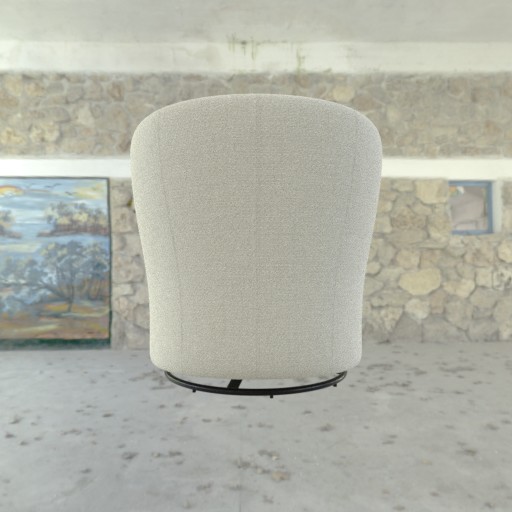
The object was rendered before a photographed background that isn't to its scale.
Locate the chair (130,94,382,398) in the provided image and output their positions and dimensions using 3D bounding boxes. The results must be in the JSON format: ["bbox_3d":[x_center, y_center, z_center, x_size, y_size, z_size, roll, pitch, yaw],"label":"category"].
[{"bbox_3d":[0.000,0.000,1.442,0.791,0.771,0.815,0,-1,-1],"label":"chair"}]
